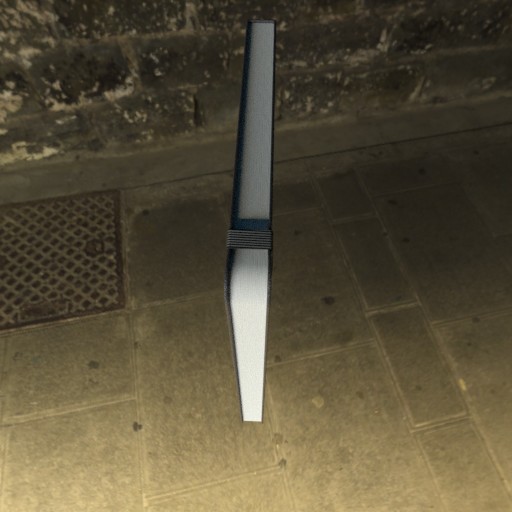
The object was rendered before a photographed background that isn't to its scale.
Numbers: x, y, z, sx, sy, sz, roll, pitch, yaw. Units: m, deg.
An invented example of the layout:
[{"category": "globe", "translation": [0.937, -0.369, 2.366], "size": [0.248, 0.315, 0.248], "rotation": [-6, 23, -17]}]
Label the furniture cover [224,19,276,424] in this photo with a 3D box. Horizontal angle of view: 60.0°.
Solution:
[{"category": "furniture cover", "translation": [0.000, 0.000, 0.372], "size": [0.023, 0.281, 0.216], "rotation": [2, 58, 1]}]
